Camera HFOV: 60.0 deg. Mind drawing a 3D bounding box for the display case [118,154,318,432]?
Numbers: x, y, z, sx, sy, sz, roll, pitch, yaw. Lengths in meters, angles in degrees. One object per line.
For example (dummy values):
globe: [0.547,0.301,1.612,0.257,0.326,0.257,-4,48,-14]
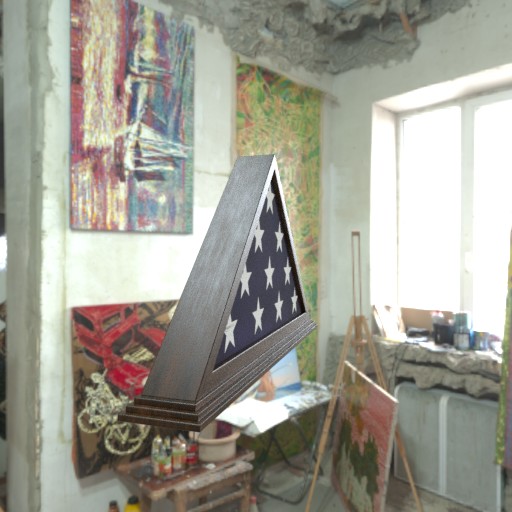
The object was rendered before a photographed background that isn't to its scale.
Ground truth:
display case: [0.000,0.000,0.752,0.095,0.340,0.640,0,1,18]
